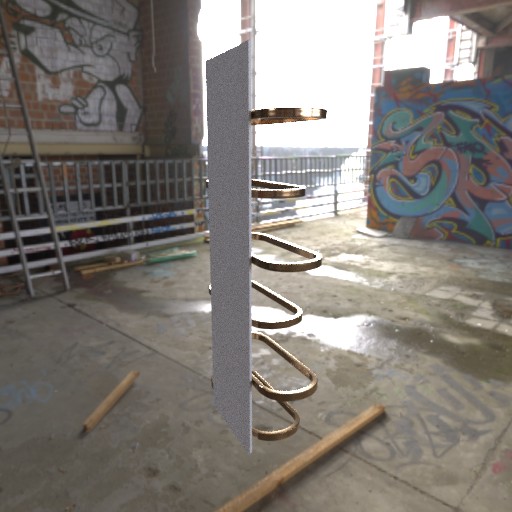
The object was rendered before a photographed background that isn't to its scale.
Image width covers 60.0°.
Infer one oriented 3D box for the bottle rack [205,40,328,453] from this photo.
[{"bbox_3d":[0.000,0.000,0.842,0.118,0.709,0.332,-7,15,-26],"label":"bottle rack"}]
